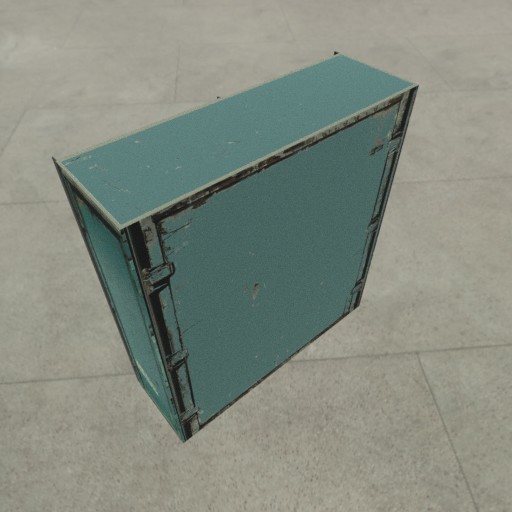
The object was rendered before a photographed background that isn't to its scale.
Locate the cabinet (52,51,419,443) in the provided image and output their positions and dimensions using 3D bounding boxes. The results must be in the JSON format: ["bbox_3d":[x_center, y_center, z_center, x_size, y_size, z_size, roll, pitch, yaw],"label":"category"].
[{"bbox_3d":[0.000,0.000,3.172,2.000,2.160,0.680,-31,53,-27],"label":"cabinet"}]
